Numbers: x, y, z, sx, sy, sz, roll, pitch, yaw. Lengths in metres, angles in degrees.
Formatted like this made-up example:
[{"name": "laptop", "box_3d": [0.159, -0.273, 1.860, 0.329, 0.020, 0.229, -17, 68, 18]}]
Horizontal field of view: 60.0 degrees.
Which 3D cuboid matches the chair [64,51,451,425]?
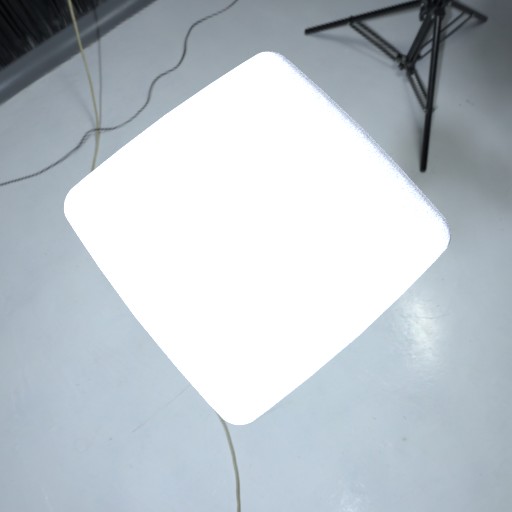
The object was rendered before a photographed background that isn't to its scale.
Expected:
[{"name": "chair", "box_3d": [0.000, 0.000, 0.689, 0.350, 0.440, 0.350, -39, 79, -9]}]
